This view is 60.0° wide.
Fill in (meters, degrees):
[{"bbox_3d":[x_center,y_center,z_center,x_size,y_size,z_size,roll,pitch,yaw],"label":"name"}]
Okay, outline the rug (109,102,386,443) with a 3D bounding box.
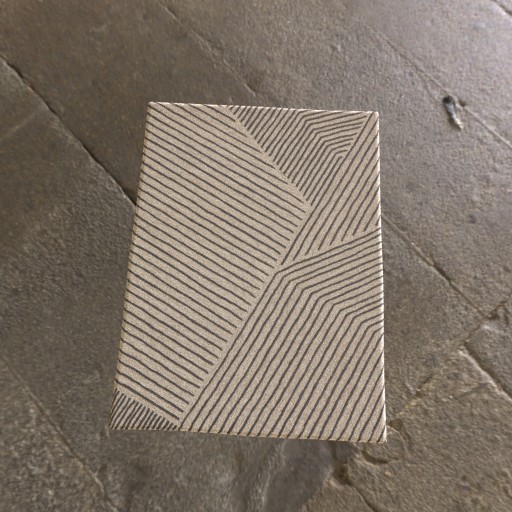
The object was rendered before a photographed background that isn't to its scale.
[{"bbox_3d":[0.000,0.000,3.214,1.829,0.028,2.449,3,76,1],"label":"rug"}]
